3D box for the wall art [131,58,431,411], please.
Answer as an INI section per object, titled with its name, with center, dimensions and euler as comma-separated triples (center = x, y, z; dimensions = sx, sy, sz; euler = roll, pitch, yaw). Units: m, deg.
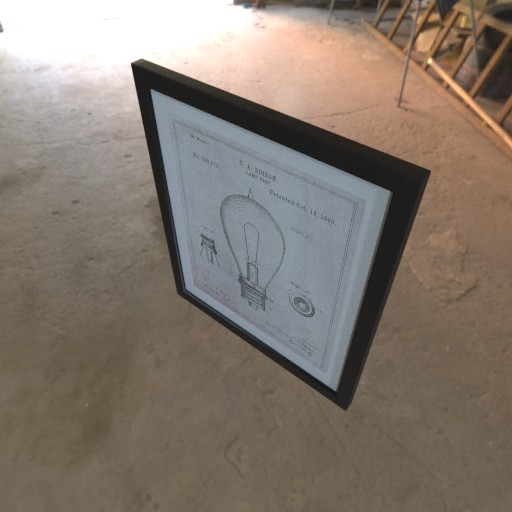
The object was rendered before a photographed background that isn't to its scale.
[wall art]
center = 0.000, 0.000, 0.711
dimensions = 0.430, 0.509, 0.021
euler = 30, 53, 26
